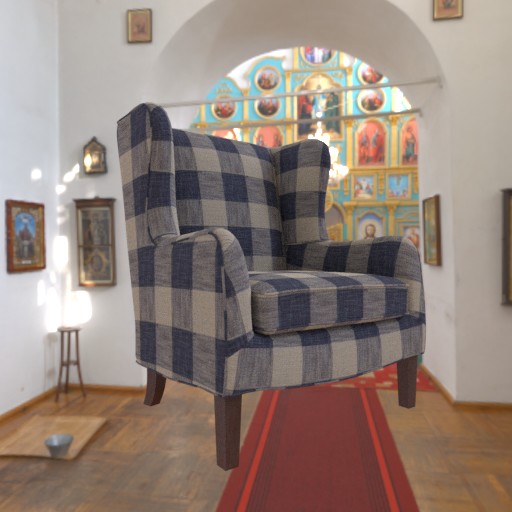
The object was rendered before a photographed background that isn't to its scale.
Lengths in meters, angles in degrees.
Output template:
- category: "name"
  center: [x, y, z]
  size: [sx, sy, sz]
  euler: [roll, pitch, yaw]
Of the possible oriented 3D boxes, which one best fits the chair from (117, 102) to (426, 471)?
- category: "chair"
  center: [0.000, 0.000, 1.624]
  size: [0.830, 1.041, 0.889]
  euler: [0, 0, -37]
